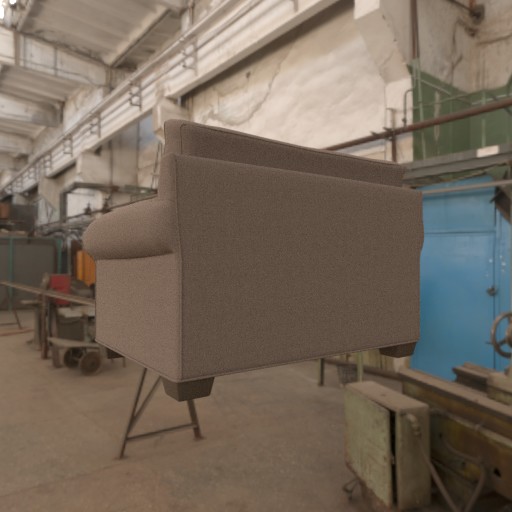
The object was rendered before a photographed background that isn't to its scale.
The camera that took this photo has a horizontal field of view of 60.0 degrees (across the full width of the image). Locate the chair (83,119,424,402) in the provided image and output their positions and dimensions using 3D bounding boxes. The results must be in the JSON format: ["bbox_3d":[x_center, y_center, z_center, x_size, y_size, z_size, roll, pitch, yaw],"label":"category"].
[{"bbox_3d":[0.000,0.000,2.087,1.390,0.930,0.930,0,-1,-35],"label":"chair"}]
